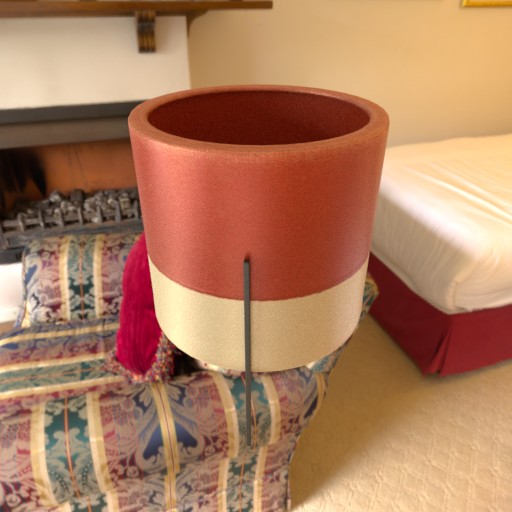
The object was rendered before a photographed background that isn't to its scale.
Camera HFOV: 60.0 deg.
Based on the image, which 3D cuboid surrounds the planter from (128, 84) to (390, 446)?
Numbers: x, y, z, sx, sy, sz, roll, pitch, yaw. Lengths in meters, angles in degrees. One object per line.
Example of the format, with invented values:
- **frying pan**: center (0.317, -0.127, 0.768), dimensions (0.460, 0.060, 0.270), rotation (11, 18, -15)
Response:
- **planter**: center (0.000, 0.000, 0.718), dimensions (0.354, 0.465, 0.345), rotation (20, 37, 29)
